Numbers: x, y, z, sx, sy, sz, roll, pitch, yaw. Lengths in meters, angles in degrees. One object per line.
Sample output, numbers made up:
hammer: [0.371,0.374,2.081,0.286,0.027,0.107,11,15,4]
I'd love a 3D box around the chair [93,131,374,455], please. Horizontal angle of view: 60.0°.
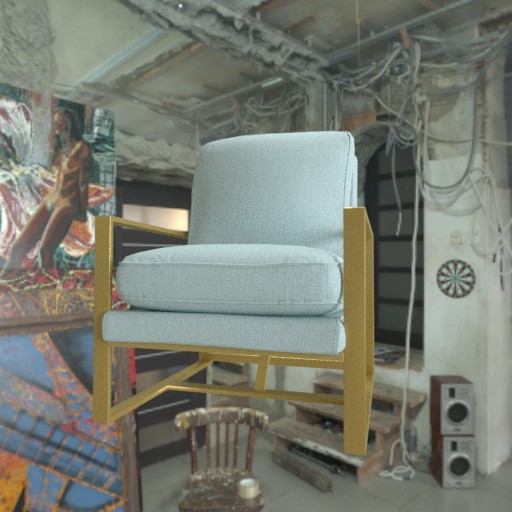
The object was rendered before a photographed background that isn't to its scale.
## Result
chair: [0.000,0.000,1.512,0.758,0.956,0.813,0,-1,17]
